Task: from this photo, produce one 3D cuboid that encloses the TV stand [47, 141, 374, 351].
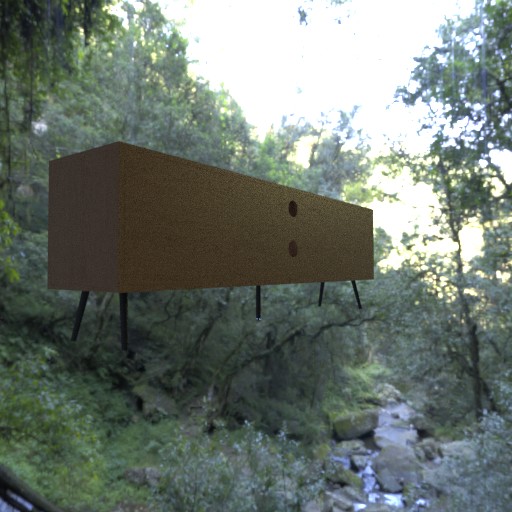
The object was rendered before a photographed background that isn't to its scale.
[{"bbox_3d":[0.000,0.000,2.018,0.400,0.580,1.760,-1,-2,37],"label":"TV stand"}]
